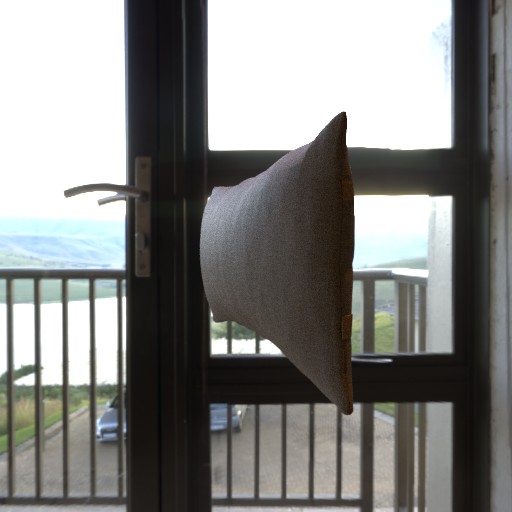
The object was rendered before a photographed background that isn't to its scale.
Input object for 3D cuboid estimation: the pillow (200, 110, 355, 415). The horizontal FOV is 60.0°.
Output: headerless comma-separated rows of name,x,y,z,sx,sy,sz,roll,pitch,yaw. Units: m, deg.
pillow,0.000,0.000,0.724,0.148,0.308,0.612,0,1,-18
